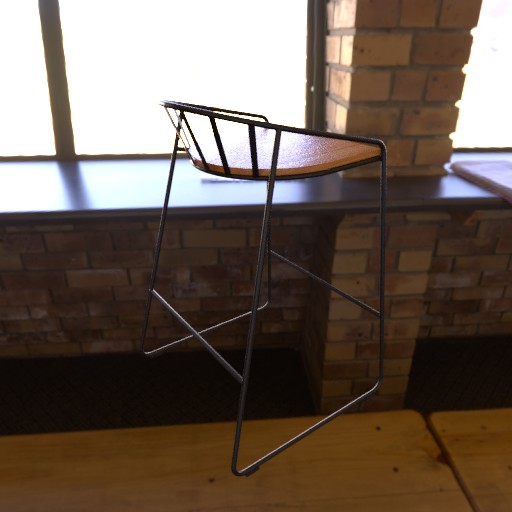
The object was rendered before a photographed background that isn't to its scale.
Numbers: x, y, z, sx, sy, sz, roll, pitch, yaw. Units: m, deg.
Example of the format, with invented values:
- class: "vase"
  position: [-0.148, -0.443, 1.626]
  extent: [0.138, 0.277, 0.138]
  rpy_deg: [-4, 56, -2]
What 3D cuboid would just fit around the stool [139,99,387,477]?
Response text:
- class: "stool"
  position: [0.000, 0.000, 1.177]
  extent: [0.521, 0.812, 0.546]
  rpy_deg: [-18, 32, -32]
